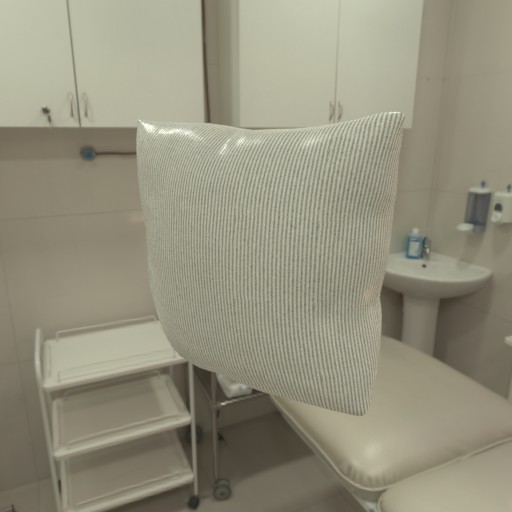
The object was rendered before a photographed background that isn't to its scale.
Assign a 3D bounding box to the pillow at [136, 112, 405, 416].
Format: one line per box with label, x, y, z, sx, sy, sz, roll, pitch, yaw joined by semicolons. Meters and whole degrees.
pillow;0.000;0.000;0.712;0.310;0.432;0.387;-7;17;-24
